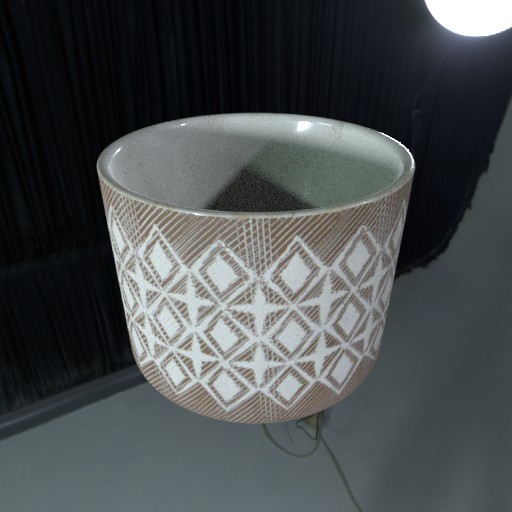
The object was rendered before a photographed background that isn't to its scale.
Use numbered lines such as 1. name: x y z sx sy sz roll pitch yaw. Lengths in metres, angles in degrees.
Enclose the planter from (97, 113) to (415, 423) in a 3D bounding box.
1. planter: 0.000 0.000 0.211 0.126 0.104 0.126 0 31 0
